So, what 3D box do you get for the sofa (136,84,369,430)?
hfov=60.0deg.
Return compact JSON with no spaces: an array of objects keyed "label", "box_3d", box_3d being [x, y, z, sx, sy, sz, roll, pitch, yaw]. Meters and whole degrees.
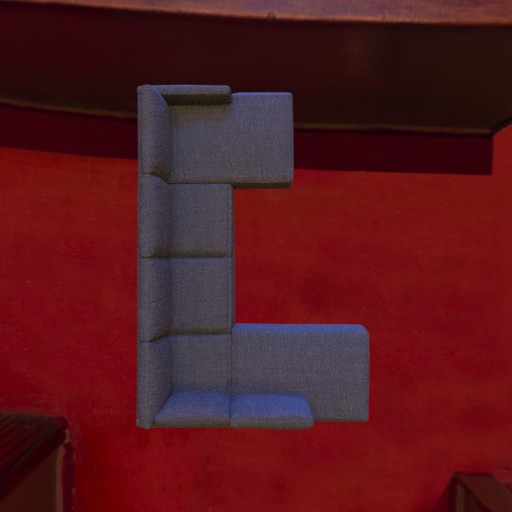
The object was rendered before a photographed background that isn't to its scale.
[{"label":"sofa","box_3d":[0.000,0.000,3.651,1.879,0.753,2.737,0,89,0]}]
